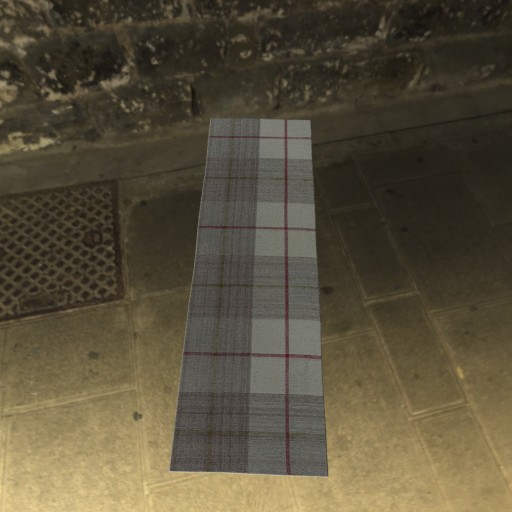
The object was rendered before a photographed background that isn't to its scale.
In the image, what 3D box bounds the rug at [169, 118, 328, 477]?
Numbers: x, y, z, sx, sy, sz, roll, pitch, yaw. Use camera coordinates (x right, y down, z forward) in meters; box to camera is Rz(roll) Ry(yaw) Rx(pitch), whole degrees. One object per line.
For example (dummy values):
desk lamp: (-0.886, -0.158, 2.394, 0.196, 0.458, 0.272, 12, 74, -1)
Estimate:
rug: (0.000, 0.000, 2.746, 0.762, 0.013, 2.439, 1, 59, 1)
